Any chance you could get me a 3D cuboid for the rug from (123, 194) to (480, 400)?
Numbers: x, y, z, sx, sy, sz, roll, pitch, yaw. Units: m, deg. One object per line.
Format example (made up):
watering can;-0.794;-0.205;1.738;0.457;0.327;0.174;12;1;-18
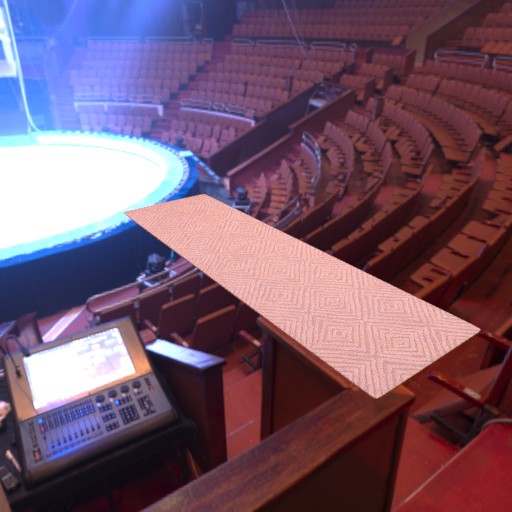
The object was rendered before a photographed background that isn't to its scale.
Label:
rug;0.000;0.000;2.504;0.676;0.008;2.277;-18;31;-32
